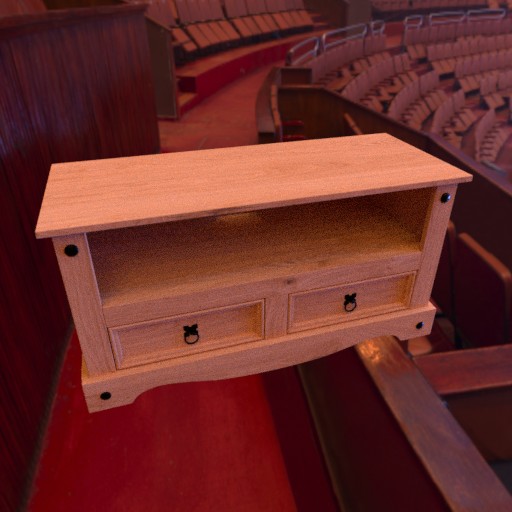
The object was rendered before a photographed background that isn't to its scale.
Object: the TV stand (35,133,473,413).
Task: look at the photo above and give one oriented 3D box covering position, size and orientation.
[{"bbox_3d":[0.000,0.000,1.358,1.080,0.550,0.440,-9,32,-15],"label":"TV stand"}]
